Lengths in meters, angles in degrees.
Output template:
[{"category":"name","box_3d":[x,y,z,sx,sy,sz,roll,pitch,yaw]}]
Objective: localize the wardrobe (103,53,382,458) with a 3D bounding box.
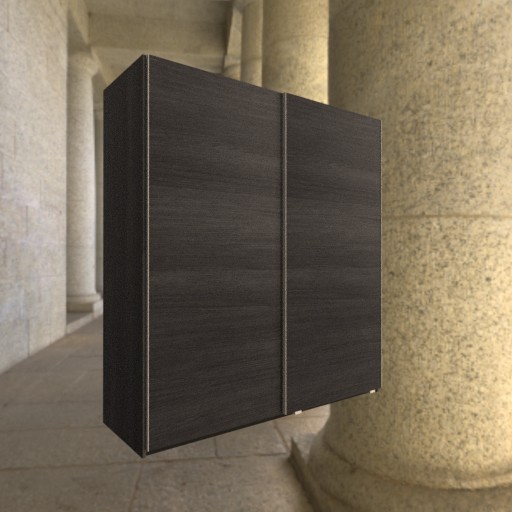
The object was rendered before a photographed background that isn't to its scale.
[{"category":"wardrobe","box_3d":[0.000,0.000,2.891,1.780,1.960,0.629,0,0,-37]}]
